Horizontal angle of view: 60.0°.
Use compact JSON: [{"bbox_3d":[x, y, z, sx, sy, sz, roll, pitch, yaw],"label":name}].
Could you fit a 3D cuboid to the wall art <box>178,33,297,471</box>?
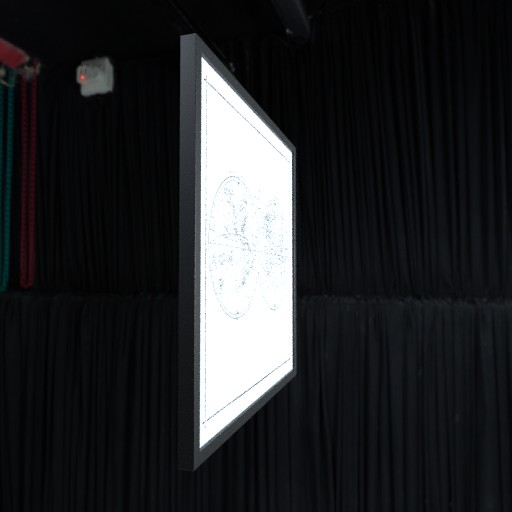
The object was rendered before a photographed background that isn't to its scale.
[{"bbox_3d":[0.000,0.000,1.154,0.031,0.775,0.773,-1,-2,18],"label":"wall art"}]
